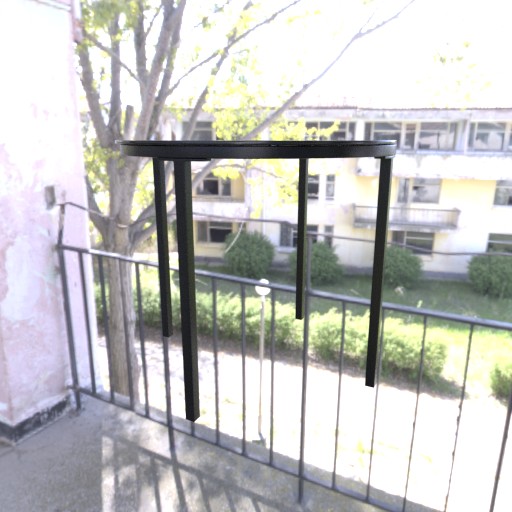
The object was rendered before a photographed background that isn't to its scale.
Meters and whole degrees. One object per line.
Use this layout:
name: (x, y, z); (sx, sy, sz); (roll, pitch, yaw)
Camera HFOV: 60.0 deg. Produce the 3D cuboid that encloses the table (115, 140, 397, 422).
table: (0.000, 0.000, 0.876); (0.499, 0.443, 0.499); (0, 15, 0)
